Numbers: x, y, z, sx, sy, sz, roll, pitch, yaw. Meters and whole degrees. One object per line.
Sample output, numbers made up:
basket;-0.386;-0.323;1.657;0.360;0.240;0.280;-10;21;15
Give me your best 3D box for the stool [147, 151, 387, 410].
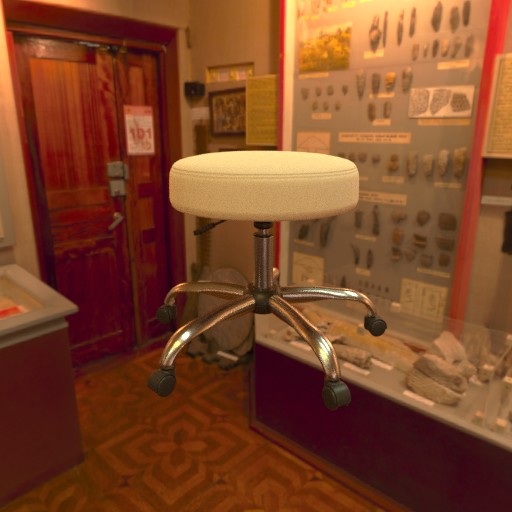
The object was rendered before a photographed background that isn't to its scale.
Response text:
stool;0.000;0.000;1.058;0.634;0.482;0.614;15;22;42
